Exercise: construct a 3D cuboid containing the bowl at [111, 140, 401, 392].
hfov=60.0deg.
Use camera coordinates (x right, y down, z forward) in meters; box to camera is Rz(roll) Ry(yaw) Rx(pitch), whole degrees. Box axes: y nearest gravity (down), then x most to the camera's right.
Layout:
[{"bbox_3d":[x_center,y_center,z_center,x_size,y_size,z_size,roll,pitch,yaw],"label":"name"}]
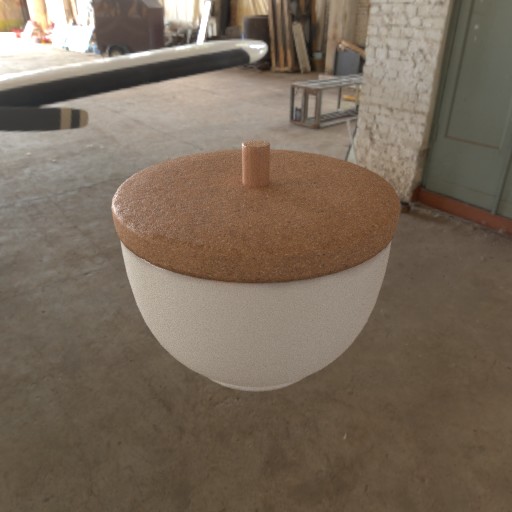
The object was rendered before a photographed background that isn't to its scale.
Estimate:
[{"bbox_3d":[0.000,0.000,0.217,0.126,0.110,0.126,0,29,0],"label":"bowl"}]
